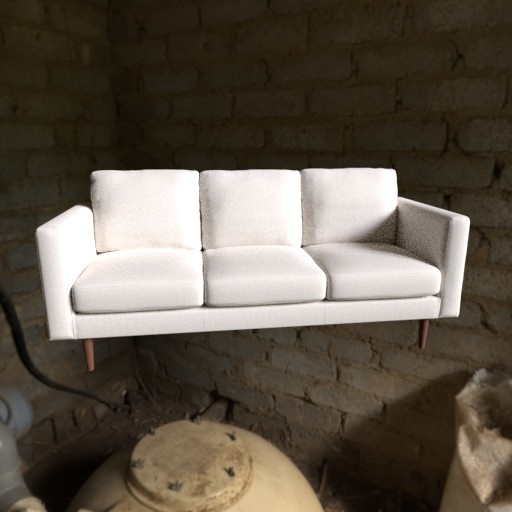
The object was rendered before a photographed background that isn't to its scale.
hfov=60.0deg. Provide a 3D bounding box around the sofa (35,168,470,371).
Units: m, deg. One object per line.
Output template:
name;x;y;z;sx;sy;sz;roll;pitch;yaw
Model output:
sofa;0.000;0.000;2.437;2.029;0.912;0.802;-2;15;-8
